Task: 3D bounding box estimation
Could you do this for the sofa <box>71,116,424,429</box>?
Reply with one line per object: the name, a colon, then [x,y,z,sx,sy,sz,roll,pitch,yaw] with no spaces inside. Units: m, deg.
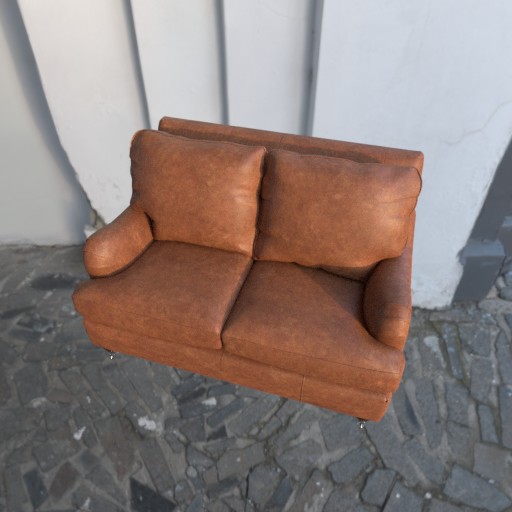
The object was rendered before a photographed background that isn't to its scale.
sofa: [0.000,0.000,2.240,1.527,1.004,1.077,11,43,13]
